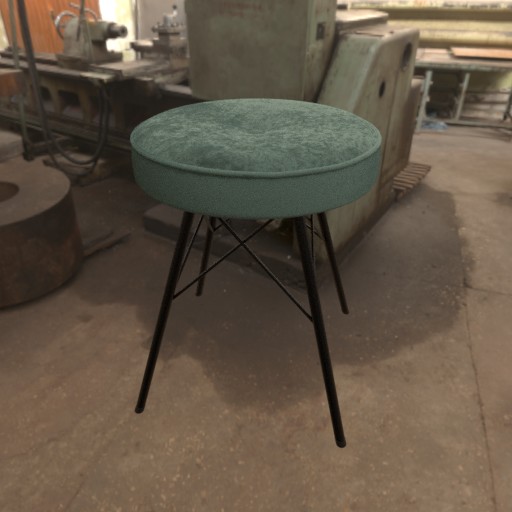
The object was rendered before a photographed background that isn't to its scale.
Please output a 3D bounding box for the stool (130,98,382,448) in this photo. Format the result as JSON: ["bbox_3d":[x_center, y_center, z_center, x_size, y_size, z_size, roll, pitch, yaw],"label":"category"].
[{"bbox_3d":[0.000,0.000,0.857,0.458,0.519,0.457,10,33,17],"label":"stool"}]
